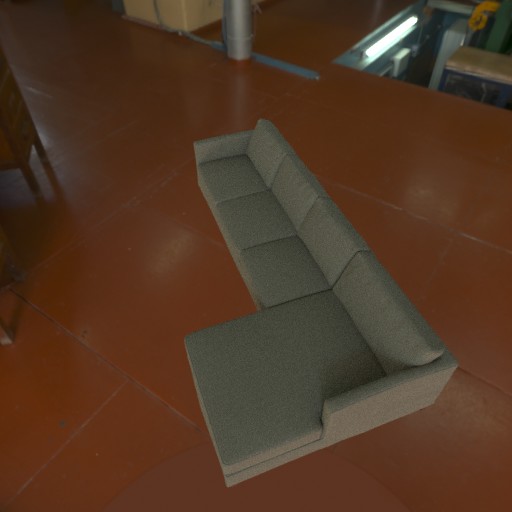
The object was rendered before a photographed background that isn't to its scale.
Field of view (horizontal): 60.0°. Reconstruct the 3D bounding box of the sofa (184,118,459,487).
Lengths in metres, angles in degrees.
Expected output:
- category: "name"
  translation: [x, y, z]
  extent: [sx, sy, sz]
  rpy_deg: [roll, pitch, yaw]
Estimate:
- category: "sofa"
  translation: [0.000, 0.000, 3.853]
  extent: [1.625, 0.861, 3.186]
  rpy_deg: [-15, 48, -14]
